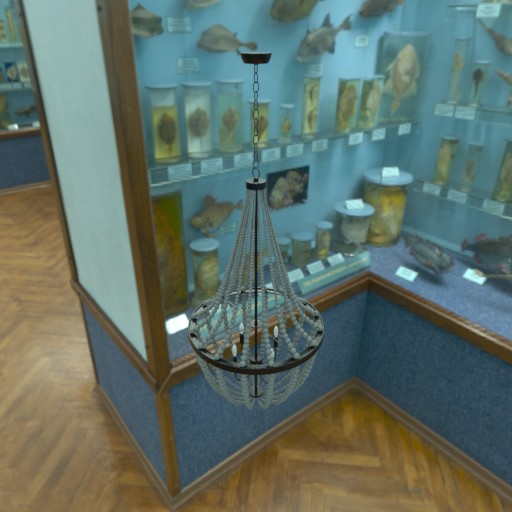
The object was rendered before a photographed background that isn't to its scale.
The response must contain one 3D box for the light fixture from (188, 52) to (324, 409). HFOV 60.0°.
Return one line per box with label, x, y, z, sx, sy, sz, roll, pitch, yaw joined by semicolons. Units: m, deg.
light fixture;0.000;0.000;1.357;0.450;1.133;0.450;0;27;0
